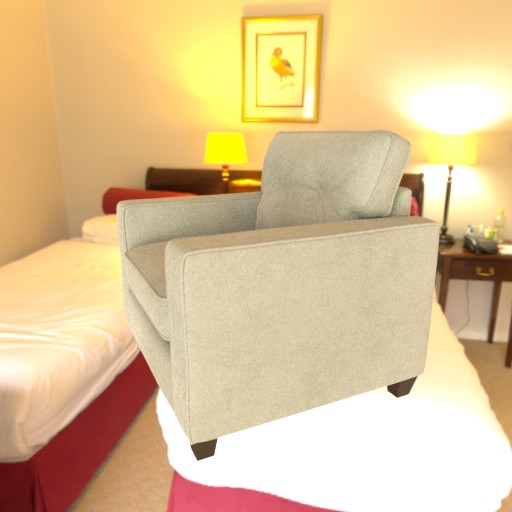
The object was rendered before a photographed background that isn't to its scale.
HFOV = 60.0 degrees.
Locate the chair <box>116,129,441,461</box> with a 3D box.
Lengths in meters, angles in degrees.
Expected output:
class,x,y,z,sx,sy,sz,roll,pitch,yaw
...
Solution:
class,x,y,z,sx,sy,sz,roll,pitch,yaw
chair,0.000,0.000,1.767,0.939,0.965,1.015,-7,17,-25
